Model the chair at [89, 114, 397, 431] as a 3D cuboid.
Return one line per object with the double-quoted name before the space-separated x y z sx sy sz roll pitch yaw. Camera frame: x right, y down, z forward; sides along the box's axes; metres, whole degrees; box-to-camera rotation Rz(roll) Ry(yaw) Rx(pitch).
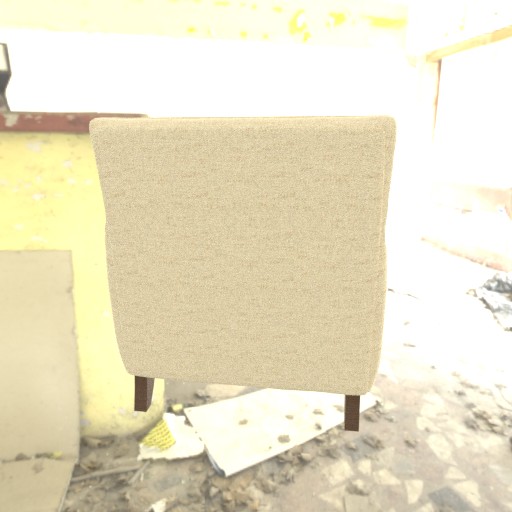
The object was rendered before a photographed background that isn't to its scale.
"chair" 0.000 0.000 1.625 0.870 0.943 0.823 2 15 8
